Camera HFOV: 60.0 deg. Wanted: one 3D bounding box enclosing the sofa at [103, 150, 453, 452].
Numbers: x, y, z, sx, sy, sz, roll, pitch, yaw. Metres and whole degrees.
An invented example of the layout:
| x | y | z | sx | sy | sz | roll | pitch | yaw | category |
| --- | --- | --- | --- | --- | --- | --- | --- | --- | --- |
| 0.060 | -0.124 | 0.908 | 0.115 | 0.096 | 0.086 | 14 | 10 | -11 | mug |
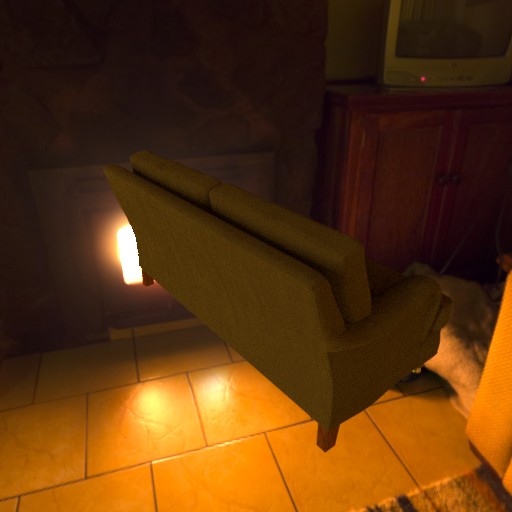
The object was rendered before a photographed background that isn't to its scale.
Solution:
| x | y | z | sx | sy | sz | roll | pitch | yaw | category |
| --- | --- | --- | --- | --- | --- | --- | --- | --- | --- |
| 0.000 | 0.000 | 2.815 | 1.086 | 1.087 | 2.165 | -19 | 32 | -33 | sofa |
